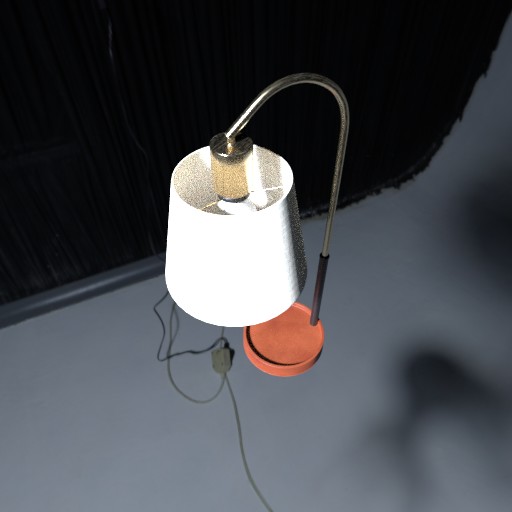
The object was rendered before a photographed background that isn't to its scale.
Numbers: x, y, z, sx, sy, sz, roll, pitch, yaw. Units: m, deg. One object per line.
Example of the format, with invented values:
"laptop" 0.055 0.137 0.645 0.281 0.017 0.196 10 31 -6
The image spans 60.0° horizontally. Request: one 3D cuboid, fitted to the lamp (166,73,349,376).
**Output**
"lamp" 0.000 0.000 0.663 0.273 0.536 0.211 -18 49 -16
